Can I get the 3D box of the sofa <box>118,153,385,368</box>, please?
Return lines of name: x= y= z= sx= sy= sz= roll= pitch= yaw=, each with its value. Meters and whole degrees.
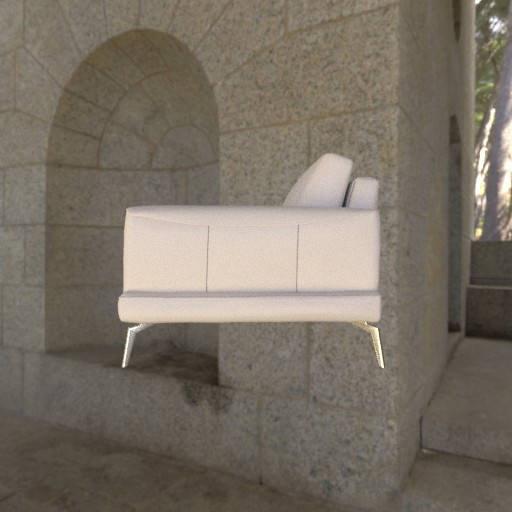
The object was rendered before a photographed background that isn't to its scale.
sofa: x=0.000 y=0.000 z=2.820 sx=1.121 sy=0.930 sz=2.177 roll=0 pitch=0 yaw=1
